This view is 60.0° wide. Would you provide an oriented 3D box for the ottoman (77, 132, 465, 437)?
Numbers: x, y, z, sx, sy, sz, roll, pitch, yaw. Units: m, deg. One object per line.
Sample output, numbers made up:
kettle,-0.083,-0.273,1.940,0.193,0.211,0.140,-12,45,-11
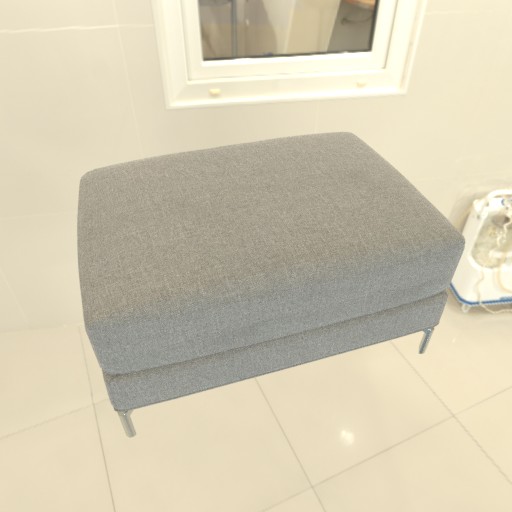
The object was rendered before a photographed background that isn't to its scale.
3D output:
ottoman,0.000,0.000,1.176,0.838,0.457,0.584,-12,43,-13
